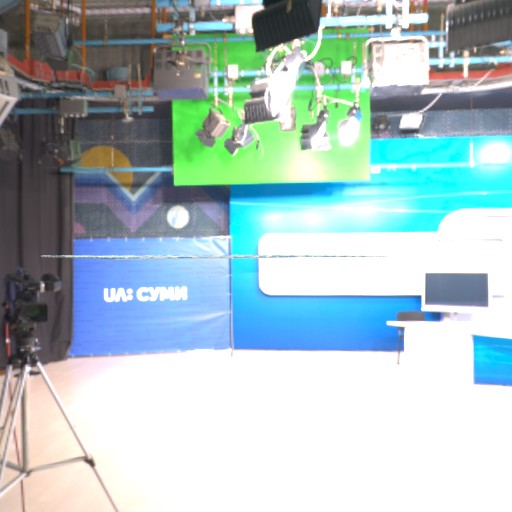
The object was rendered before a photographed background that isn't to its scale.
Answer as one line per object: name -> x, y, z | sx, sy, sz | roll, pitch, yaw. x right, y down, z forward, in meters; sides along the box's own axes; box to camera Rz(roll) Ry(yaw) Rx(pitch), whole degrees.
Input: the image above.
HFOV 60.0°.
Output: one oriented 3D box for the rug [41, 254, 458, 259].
rug -> 0.000, 0.000, 3.055 | 2.447, 0.011, 1.520 | 0, 1, -36
